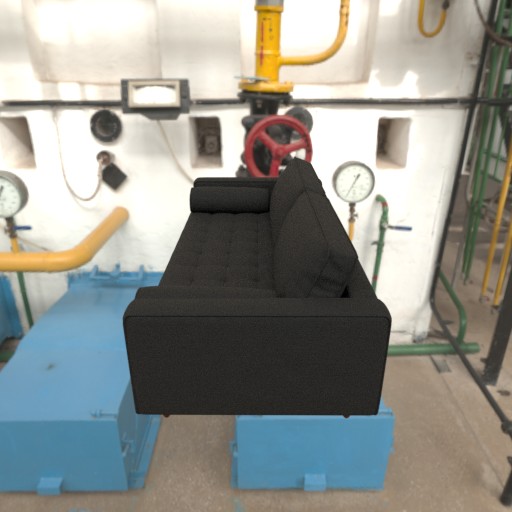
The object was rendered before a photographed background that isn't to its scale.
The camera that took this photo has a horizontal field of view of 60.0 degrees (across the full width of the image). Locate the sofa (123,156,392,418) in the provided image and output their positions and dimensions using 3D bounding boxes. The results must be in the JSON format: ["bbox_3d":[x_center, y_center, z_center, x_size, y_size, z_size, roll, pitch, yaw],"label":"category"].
[{"bbox_3d":[0.000,0.000,2.369,0.914,0.759,1.875,0,24,0],"label":"sofa"}]
